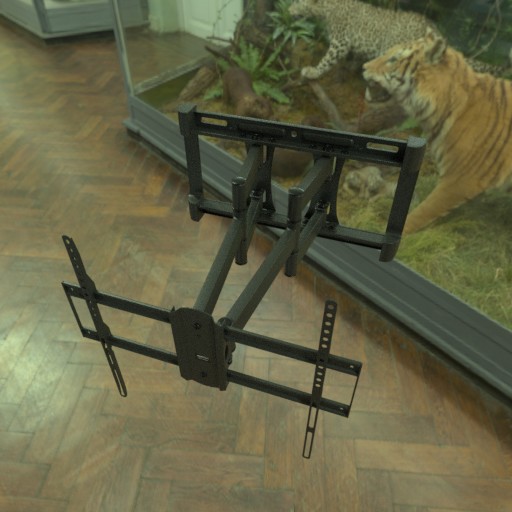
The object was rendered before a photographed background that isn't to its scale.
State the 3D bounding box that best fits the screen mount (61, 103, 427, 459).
[{"bbox_3d":[0.000,0.000,0.919,0.571,0.424,0.556,13,43,14],"label":"screen mount"}]
